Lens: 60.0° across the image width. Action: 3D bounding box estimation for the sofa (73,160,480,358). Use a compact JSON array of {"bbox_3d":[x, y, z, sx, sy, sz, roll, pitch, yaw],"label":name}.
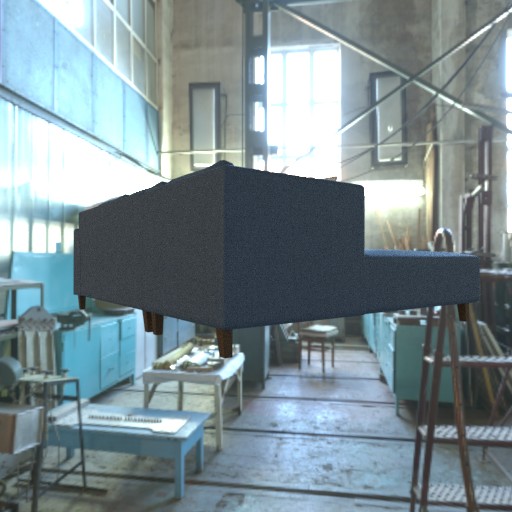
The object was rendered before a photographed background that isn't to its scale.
[{"bbox_3d":[0.000,0.000,2.987,1.829,0.787,2.120,0,-1,-36],"label":"sofa"}]
